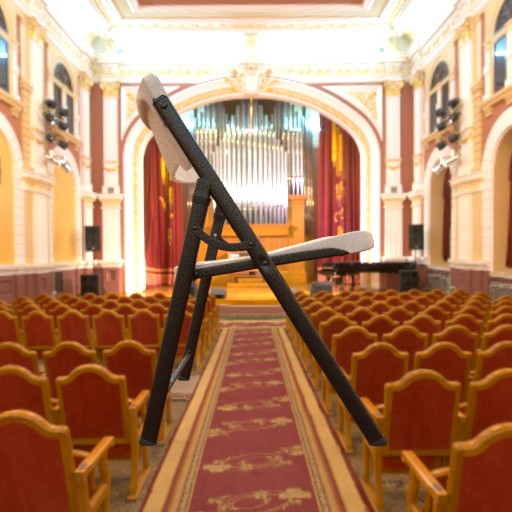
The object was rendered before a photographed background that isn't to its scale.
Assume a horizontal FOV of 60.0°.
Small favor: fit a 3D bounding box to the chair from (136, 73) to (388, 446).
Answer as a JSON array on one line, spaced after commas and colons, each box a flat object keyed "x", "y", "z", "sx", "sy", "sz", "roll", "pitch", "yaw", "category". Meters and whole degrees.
[{"x": 0.000, "y": 0.000, "z": 1.128, "sx": 0.577, "sy": 0.765, "sz": 0.482, "roll": 0, "pitch": 1, "yaw": 0, "category": "chair"}]
